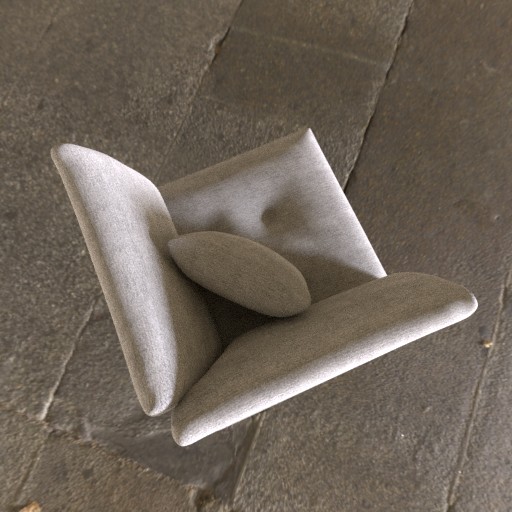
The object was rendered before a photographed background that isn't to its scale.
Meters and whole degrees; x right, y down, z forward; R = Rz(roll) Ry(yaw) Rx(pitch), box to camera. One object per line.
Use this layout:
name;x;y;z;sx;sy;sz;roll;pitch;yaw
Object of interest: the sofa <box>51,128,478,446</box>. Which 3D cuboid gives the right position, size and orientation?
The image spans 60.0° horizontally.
sofa;0.000;0.000;1.697;1.000;0.820;1.000;-23;77;-6
